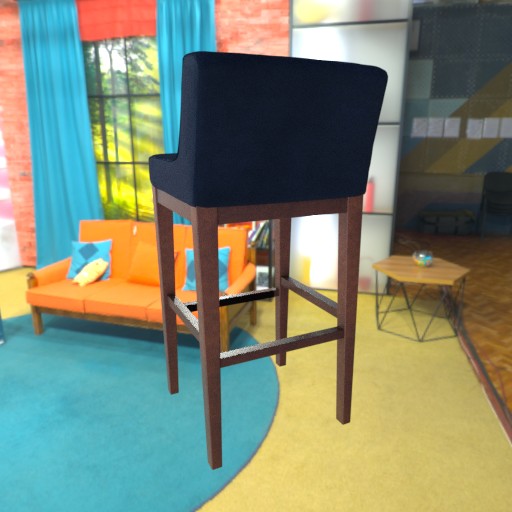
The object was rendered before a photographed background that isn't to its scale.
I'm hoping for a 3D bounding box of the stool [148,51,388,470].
[{"bbox_3d":[0.000,0.000,1.320,0.511,1.037,0.500,-7,17,-25],"label":"stool"}]
